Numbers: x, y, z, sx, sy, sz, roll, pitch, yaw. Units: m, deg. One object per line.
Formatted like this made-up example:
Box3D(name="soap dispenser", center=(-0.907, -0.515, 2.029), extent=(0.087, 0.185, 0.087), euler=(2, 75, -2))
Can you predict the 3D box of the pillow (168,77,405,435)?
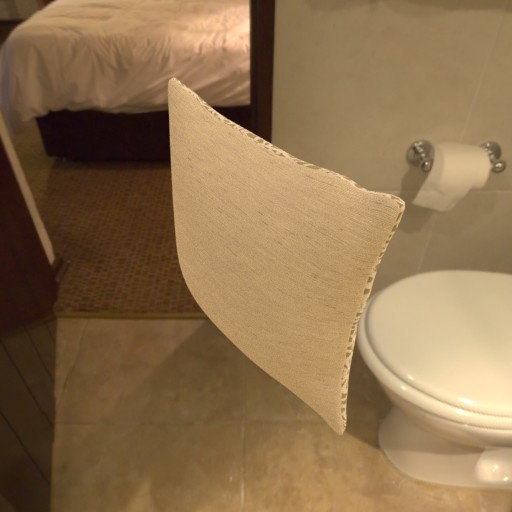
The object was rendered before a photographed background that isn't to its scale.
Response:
Box3D(name="pillow", center=(0.000, 0.000, 0.666), extent=(0.167, 0.421, 0.438), euler=(-26, 47, -28))
